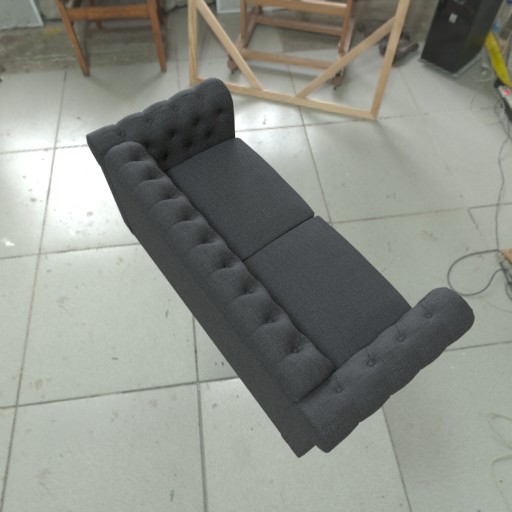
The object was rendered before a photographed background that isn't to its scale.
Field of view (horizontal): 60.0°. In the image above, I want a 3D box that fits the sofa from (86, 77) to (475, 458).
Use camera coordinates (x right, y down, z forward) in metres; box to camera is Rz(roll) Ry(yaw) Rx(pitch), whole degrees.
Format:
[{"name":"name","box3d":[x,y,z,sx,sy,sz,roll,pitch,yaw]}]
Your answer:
[{"name":"sofa","box3d":[0.000,0.000,2.208,0.783,0.797,1.798,-33,64,-19]}]
